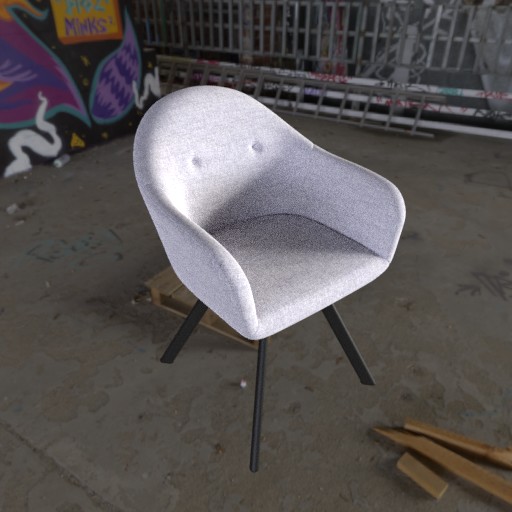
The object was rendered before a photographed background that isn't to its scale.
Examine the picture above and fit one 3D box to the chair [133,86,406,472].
[{"bbox_3d":[0.000,0.000,1.174,0.540,0.780,0.570,-22,38,-32],"label":"chair"}]
